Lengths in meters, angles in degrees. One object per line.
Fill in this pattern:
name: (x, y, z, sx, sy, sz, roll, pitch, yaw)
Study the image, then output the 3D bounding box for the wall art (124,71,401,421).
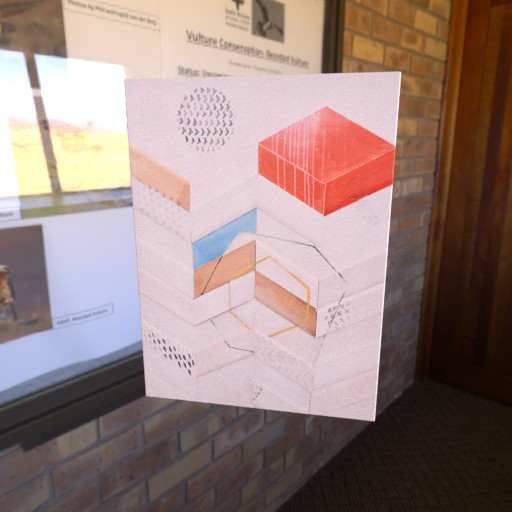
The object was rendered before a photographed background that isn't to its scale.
wall art: (0.000, 0.000, 1.340, 0.759, 1.014, 0.045, 3, 15, 11)
